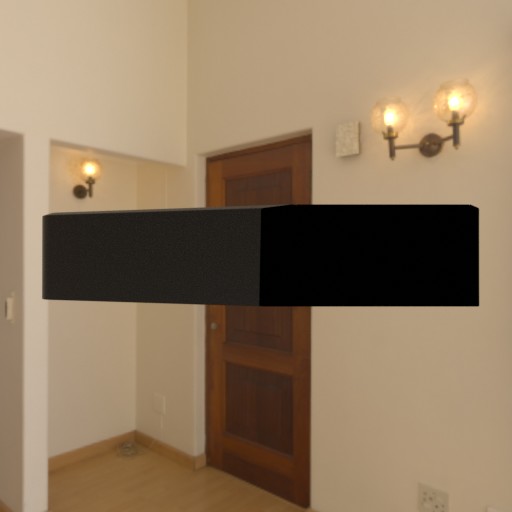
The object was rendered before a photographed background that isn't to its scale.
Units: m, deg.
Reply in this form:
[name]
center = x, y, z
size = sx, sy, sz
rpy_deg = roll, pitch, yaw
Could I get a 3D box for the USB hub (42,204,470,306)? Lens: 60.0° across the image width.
[USB hub]
center = 0.000, 0.000, 0.123
size = 0.110, 0.023, 0.044
rpy_deg = 0, 0, 16
